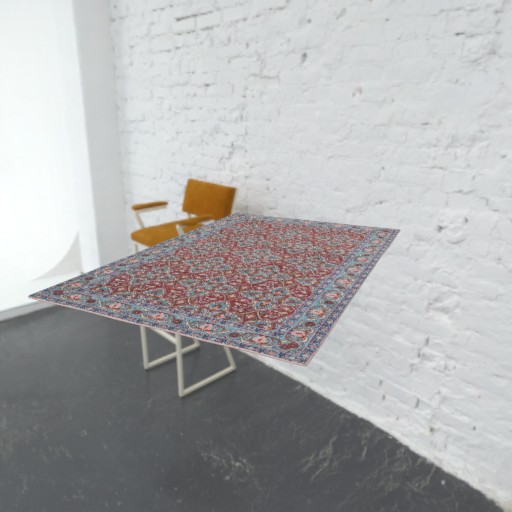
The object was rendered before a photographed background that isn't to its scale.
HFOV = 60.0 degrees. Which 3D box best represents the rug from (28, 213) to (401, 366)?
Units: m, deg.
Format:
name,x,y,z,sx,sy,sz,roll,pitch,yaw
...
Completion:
name,x,y,z,sx,sy,sz,roll,pitch,yaw
rug,0.000,0.000,2.357,1.219,0.009,1.829,8,19,24
